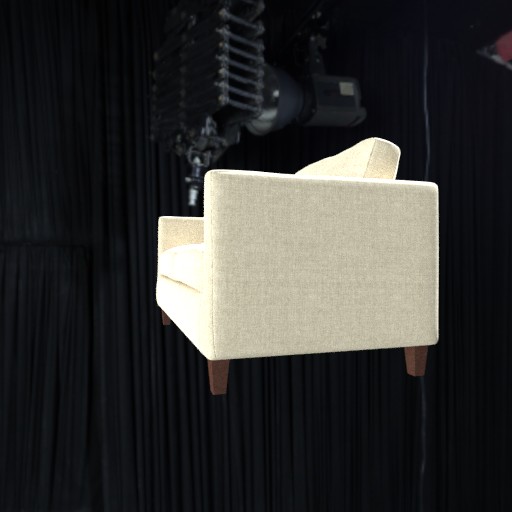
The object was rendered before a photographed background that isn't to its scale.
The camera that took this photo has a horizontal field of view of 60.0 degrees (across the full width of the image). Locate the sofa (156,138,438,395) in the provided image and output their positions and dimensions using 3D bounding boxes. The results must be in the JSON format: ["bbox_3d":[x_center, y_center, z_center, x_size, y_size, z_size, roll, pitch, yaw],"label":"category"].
[{"bbox_3d":[0.000,0.000,2.475,0.950,0.963,1.884,0,0,-17],"label":"sofa"}]
